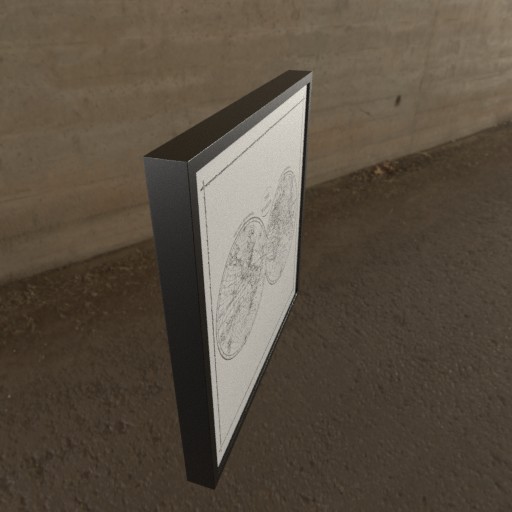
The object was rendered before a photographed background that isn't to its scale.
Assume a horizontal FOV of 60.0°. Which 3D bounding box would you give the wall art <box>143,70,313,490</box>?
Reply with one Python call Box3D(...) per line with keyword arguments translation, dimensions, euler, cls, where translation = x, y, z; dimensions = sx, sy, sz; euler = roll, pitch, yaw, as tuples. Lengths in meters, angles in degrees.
Box3D(translation=(0.000, 0.000, 0.468), dimensions=(0.029, 0.318, 0.327), euler=(10, 33, 16), cls="wall art")
